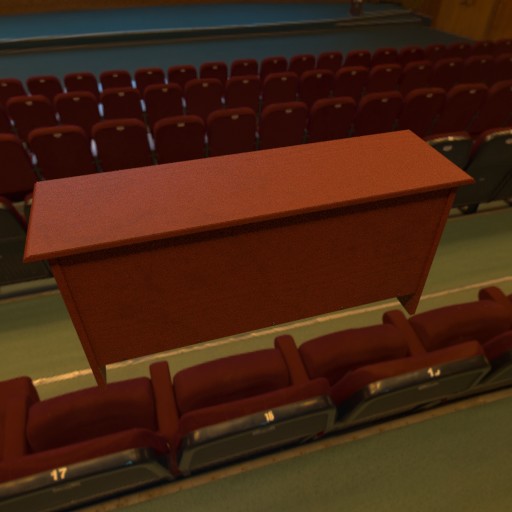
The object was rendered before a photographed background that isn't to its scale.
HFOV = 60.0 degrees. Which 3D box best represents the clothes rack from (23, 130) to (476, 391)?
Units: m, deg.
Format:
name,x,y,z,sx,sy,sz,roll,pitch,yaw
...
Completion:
name,x,y,z,sx,sy,sz,roll,pitch,yaw
clothes rack,0.000,0.000,1.490,1.251,0.594,0.362,-11,42,-13
